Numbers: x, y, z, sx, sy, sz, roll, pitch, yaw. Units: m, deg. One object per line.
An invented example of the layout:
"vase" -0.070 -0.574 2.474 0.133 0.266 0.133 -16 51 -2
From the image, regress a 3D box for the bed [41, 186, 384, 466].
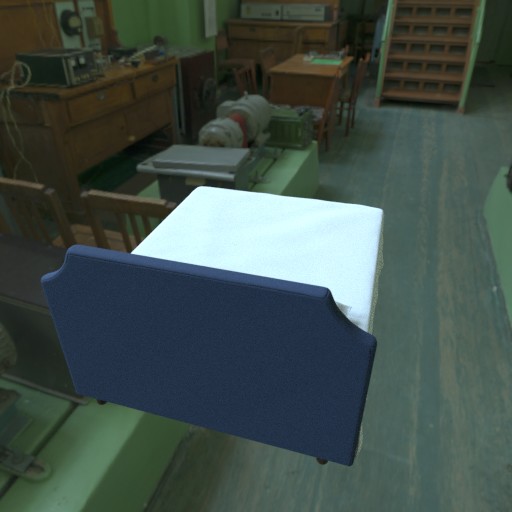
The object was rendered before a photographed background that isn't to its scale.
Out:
"bed" 0.000 0.000 4.048 2.350 1.488 2.773 9 34 14
